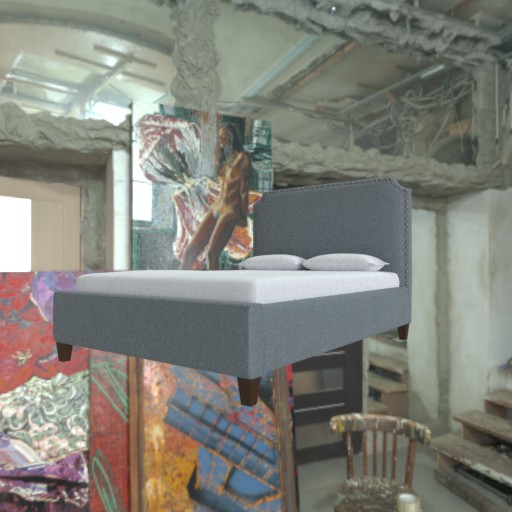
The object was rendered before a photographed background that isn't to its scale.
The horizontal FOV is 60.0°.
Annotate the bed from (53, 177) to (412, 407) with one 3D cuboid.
[{"bbox_3d":[0.000,0.000,3.460,1.712,1.443,2.372,-1,-1,36],"label":"bed"}]
